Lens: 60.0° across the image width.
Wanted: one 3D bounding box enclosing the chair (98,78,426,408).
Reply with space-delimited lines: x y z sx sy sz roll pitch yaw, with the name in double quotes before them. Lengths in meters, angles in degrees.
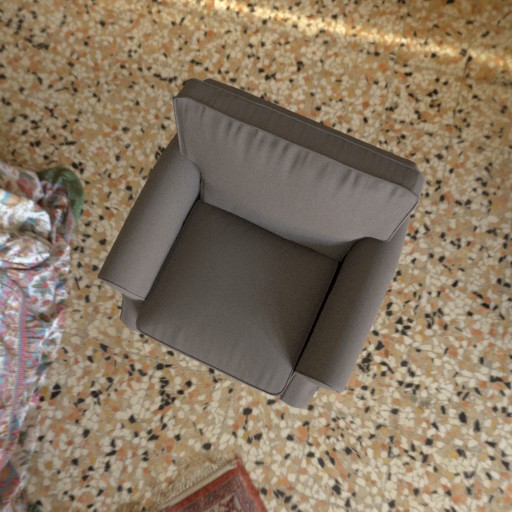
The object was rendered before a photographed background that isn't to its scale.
"chair" 0.000 0.000 1.789 1.029 0.967 0.966 24 78 6
